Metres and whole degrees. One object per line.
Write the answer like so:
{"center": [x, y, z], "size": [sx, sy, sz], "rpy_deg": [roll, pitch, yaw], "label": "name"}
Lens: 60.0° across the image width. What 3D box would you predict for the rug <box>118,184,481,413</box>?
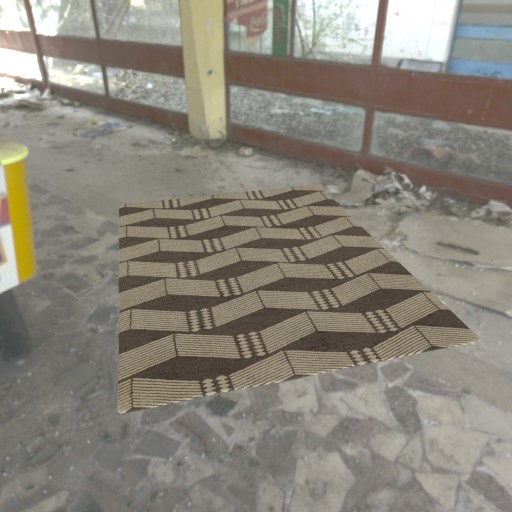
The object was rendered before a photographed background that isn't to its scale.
{"center": [0.000, 0.000, 4.067], "size": [2.438, 0.016, 3.048], "rpy_deg": [-8, 31, -13], "label": "rug"}
